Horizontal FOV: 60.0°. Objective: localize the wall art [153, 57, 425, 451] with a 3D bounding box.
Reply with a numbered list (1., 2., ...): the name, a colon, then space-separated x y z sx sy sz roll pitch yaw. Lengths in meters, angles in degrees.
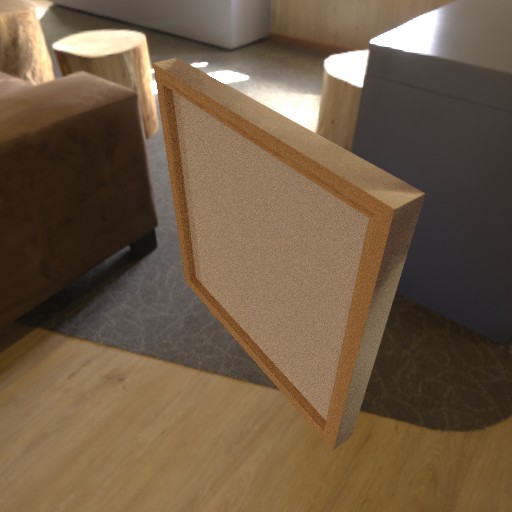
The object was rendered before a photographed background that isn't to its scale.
1. wall art: 0.000 0.000 0.450 0.028 0.303 0.303 -26 48 -26
